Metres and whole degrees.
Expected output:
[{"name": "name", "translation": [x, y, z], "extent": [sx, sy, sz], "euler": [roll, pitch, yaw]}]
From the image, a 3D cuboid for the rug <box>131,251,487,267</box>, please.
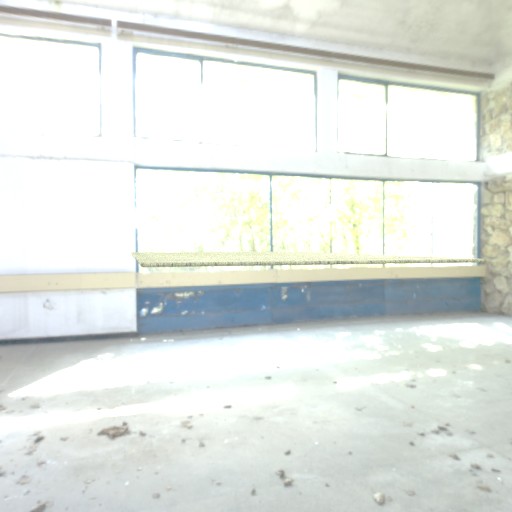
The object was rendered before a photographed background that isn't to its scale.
[{"name": "rug", "translation": [0.000, 0.000, 2.325], "extent": [1.243, 0.014, 1.846], "euler": [0, 2, -17]}]
